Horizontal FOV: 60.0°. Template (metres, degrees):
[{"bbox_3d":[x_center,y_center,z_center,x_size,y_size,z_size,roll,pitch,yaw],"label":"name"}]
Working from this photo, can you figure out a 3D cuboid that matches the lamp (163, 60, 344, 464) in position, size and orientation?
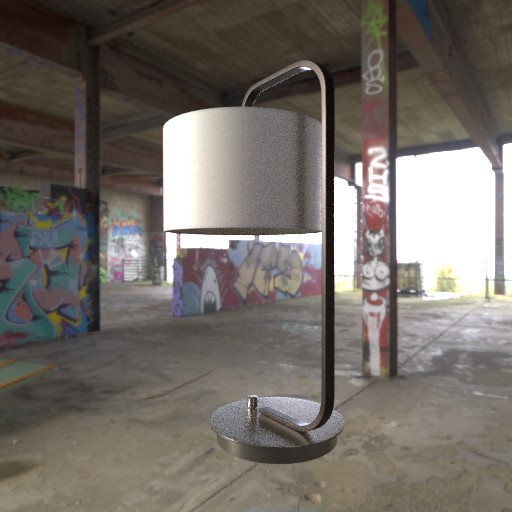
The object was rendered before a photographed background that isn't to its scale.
[{"bbox_3d":[0.000,0.000,0.619,0.230,0.473,0.288,0,0,-36],"label":"lamp"}]
